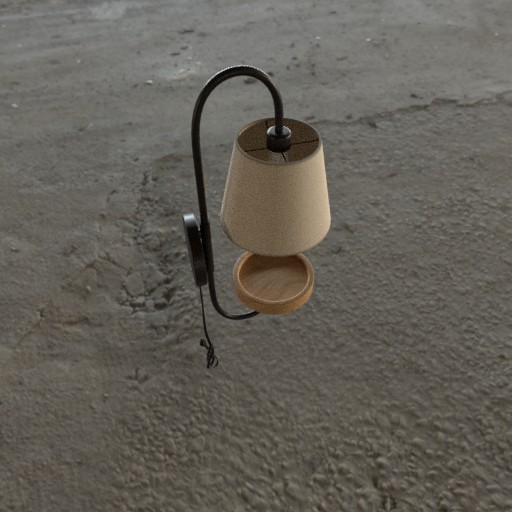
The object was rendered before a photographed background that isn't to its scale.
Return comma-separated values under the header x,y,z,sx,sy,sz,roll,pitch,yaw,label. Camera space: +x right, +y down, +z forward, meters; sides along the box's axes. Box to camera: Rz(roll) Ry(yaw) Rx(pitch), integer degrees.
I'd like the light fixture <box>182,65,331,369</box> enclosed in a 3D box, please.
x,y,z,sx,sy,sz,roll,pitch,yaw,label
0.000,0.000,0.950,0.299,0.821,0.220,-11,48,-11,light fixture
